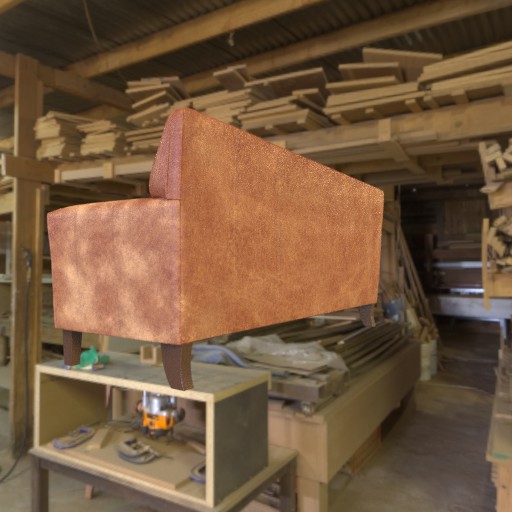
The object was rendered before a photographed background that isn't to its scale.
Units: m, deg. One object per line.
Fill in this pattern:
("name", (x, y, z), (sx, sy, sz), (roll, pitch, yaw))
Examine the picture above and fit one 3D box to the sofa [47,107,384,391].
("sofa", (0.000, 0.000, 2.488), (0.805, 0.947, 2.053), (-1, -1, 34))
